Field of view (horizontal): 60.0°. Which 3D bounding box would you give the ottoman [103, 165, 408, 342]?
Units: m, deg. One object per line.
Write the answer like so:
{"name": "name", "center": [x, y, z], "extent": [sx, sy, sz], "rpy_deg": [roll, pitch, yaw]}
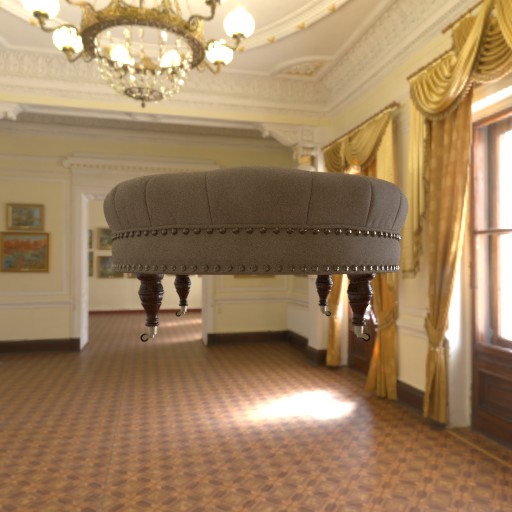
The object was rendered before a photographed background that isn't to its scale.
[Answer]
{"name": "ottoman", "center": [0.000, 0.000, 1.379], "extent": [0.901, 0.439, 0.901], "rpy_deg": [0, -1, 0]}
